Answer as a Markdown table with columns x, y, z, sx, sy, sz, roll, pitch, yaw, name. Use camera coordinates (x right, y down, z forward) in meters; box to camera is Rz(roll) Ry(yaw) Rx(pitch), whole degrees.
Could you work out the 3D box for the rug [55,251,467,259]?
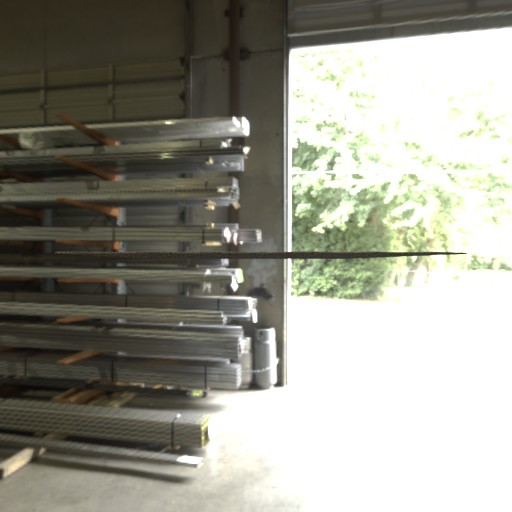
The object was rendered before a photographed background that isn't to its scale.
| x | y | z | sx | sy | sz | roll | pitch | yaw | name |
| --- | --- | --- | --- | --- | --- | --- | --- | --- | --- |
| 0.000 | 0.000 | 3.301 | 1.964 | 0.025 | 2.455 | 0 | -1 | -2 | rug |
